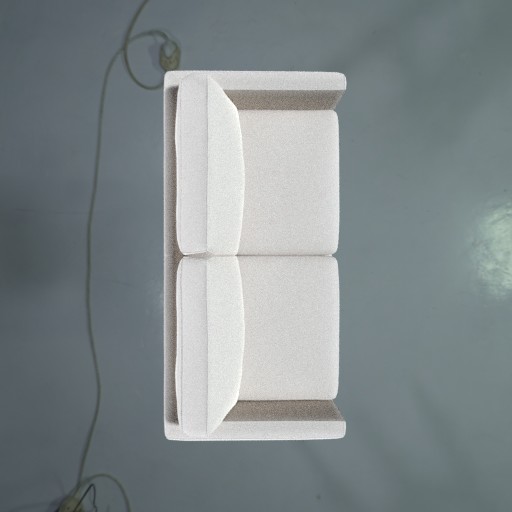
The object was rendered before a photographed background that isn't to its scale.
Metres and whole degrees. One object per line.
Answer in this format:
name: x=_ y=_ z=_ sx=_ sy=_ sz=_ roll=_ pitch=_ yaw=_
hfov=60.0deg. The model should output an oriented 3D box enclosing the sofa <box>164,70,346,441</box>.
sofa: x=0.000 y=0.000 z=2.293 sx=0.873 sy=0.888 sz=1.722 roll=0 pitch=90 yaw=-1
